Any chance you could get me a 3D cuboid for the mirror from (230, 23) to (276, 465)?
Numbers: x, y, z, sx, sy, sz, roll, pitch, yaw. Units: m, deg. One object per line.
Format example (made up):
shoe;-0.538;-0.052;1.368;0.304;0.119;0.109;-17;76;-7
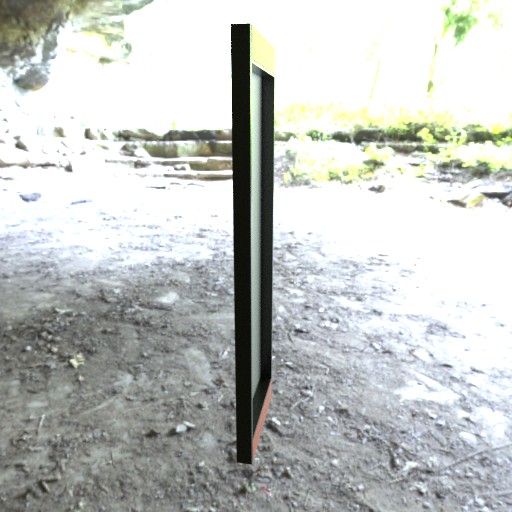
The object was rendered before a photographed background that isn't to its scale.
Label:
mirror;0.000;0.000;1.253;0.047;1.123;0.343;3;17;11
